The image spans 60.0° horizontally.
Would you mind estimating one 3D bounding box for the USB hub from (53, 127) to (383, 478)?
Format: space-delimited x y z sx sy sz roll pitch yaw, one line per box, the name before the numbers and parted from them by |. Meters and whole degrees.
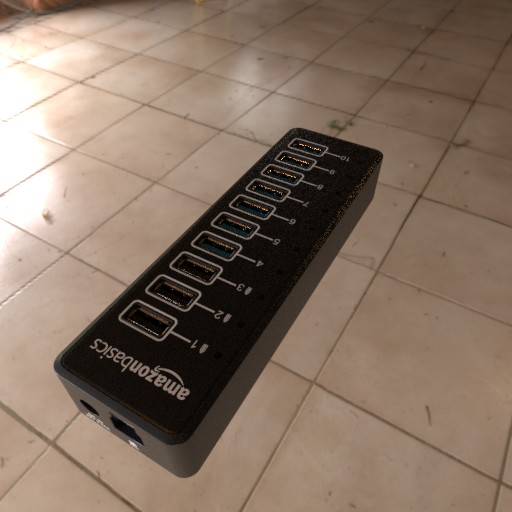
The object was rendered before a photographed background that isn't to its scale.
USB hub | 0.000 0.000 0.160 0.044 0.023 0.145 23 50 21
